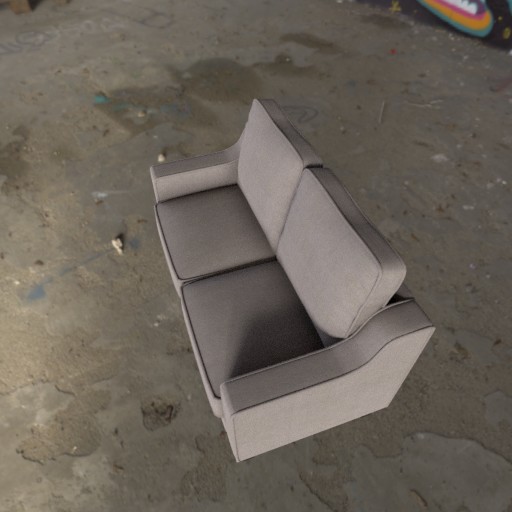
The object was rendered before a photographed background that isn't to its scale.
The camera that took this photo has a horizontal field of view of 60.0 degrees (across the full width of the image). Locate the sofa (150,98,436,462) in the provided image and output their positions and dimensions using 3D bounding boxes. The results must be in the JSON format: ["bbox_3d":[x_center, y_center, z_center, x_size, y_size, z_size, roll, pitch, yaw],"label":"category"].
[{"bbox_3d":[0.000,0.000,2.096,0.791,0.948,1.500,-15,48,-13],"label":"sofa"}]
